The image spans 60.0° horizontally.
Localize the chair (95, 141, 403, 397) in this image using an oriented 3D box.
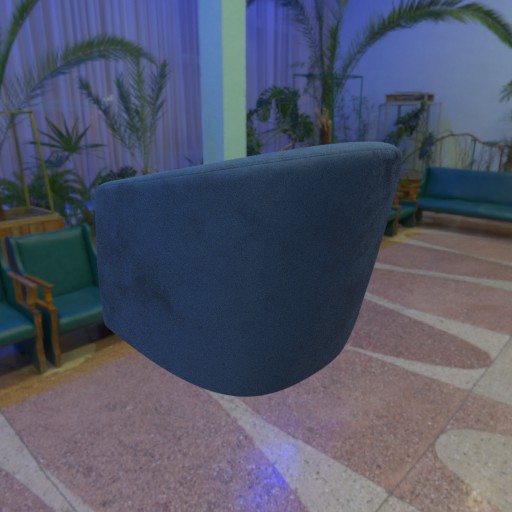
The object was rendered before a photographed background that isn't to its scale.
[{"bbox_3d":[0.000,0.000,1.359,0.773,0.698,0.767,-16,23,-42],"label":"chair"}]
